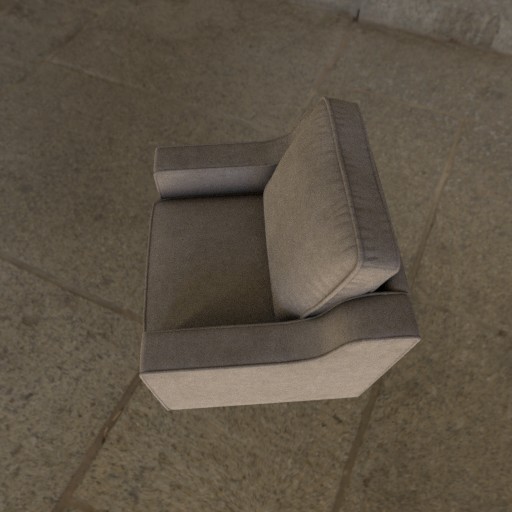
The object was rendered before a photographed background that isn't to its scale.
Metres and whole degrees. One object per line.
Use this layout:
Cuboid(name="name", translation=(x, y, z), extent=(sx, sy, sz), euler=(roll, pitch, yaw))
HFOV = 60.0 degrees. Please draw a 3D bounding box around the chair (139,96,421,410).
Cuboid(name="chair", translation=(0.000, 0.000, 1.655), extent=(0.840, 0.944, 0.926), euler=(-3, 59, -2))
